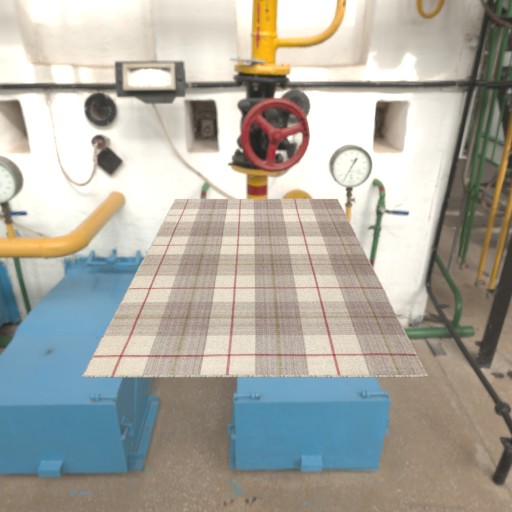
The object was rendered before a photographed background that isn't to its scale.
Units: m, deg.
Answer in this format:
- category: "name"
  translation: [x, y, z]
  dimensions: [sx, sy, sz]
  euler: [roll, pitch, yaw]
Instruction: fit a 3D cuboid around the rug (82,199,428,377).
- category: "rug"
  translation: [0.000, 0.000, 3.065]
  dimensions: [1.549, 0.010, 2.464]
  euler: [0, 26, 0]
